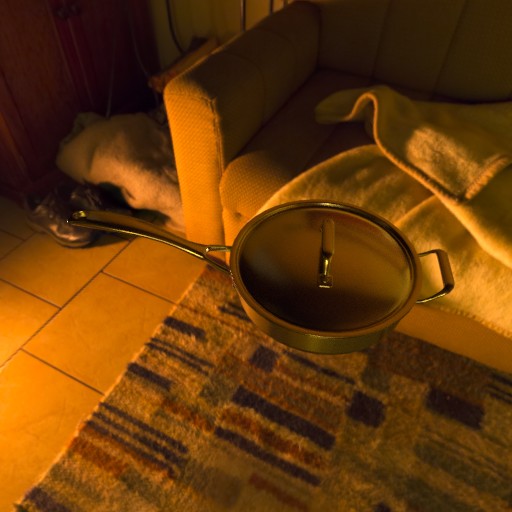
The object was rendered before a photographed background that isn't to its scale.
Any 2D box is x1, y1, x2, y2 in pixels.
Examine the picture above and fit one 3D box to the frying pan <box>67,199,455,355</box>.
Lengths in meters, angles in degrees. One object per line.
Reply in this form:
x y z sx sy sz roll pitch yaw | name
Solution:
0.000 0.000 0.665 0.561 0.114 0.280 5 45 5 | frying pan
